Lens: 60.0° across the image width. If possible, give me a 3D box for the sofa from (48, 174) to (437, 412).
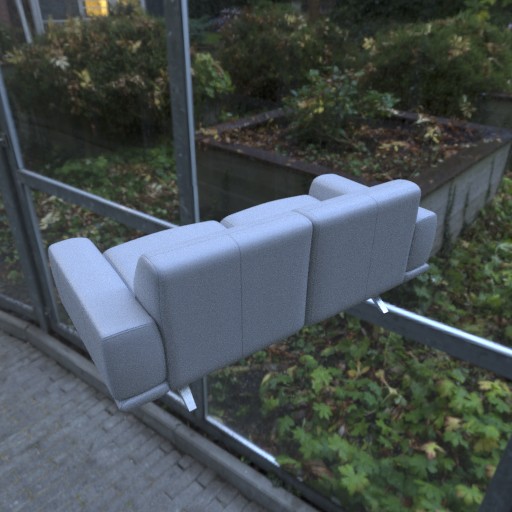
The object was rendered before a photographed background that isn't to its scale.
[{"bbox_3d":[0.000,0.000,2.385,1.901,0.772,0.900,-19,34,-30],"label":"sofa"}]
